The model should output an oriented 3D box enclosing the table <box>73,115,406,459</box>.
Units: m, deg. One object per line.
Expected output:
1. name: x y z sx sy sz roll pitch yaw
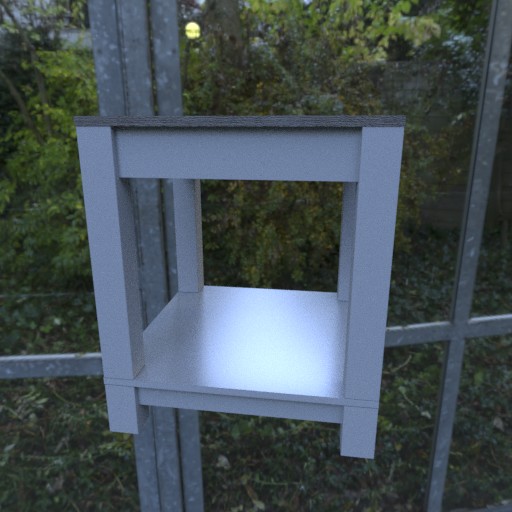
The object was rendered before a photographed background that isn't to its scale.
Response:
1. table: 0.000 0.000 0.985 0.504 0.587 0.506 2 17 8
